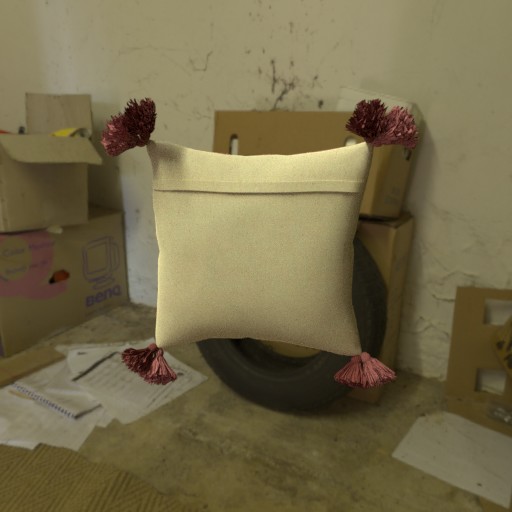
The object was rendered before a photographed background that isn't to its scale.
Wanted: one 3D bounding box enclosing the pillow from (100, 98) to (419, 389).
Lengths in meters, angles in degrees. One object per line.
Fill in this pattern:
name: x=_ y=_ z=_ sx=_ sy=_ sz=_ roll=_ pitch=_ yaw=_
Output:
pillow: x=0.000 y=0.000 z=0.971 sx=0.641 sy=0.659 sz=0.138 roll=2 pitch=17 yaw=7
